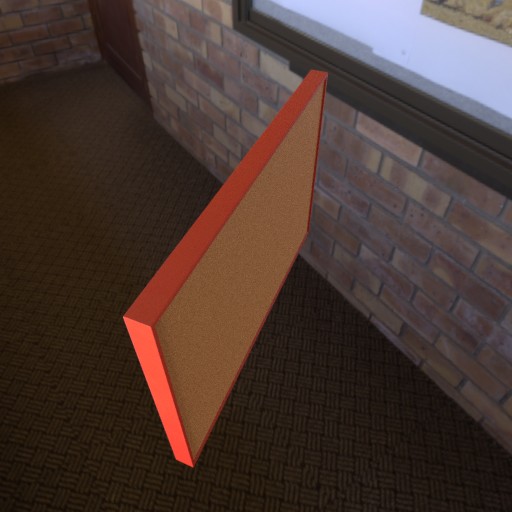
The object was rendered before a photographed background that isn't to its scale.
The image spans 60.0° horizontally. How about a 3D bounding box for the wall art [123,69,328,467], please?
[{"bbox_3d":[0.000,0.000,0.775,0.033,0.405,0.607,17,49,15],"label":"wall art"}]
